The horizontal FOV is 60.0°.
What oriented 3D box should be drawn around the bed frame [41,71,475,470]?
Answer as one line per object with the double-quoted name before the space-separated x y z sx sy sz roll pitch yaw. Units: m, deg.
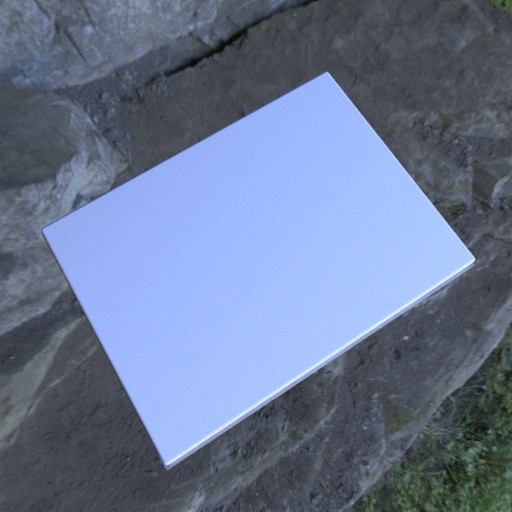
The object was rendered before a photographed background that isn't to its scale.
"bed frame" 0.000 0.000 2.613 1.944 0.490 1.448 -31 77 -8
